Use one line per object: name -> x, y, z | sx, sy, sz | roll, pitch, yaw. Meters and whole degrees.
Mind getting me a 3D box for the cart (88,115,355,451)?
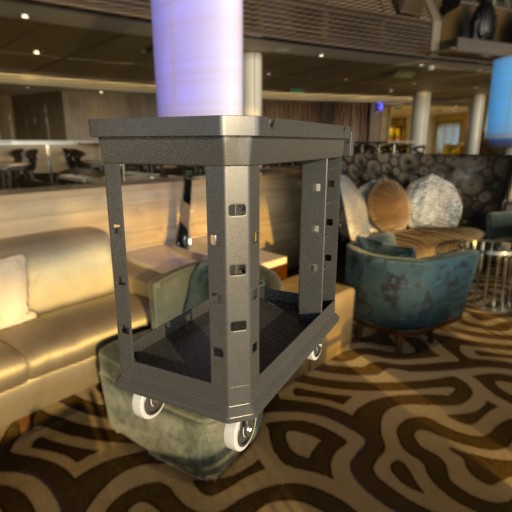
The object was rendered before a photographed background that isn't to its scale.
cart -> 0.000, 0.000, 1.564 | 0.497, 0.884, 1.061 | 7, 16, 26
